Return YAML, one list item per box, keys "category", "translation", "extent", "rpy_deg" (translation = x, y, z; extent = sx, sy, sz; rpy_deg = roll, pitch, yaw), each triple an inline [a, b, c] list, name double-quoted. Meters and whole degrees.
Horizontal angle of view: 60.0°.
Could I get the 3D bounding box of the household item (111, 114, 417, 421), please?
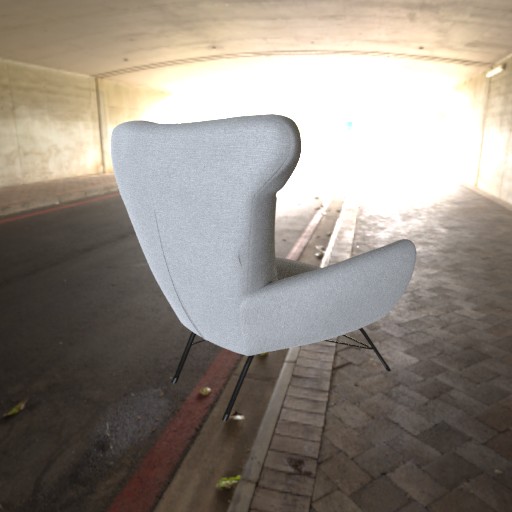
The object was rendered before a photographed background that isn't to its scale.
- category: "household item"
  translation: [0.000, 0.000, 1.783]
  extent: [0.900, 1.050, 0.980]
  rpy_deg: [-14, 21, -42]
